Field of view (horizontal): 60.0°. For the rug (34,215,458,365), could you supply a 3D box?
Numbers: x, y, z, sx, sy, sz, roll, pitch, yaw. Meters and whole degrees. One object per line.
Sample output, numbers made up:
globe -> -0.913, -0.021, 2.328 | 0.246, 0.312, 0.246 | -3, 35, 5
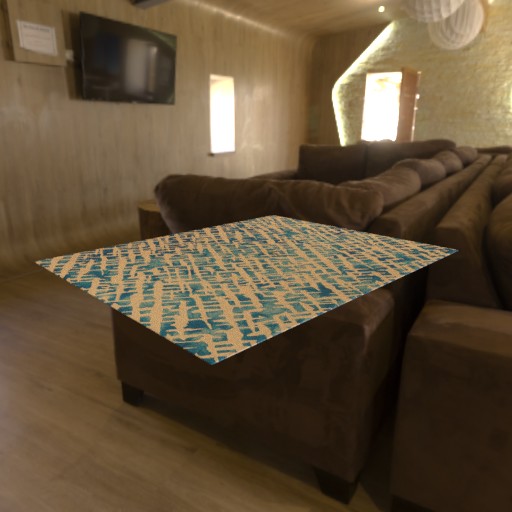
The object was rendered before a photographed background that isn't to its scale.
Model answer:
rug -> 0.000, 0.000, 4.017 | 3.007, 0.007, 2.435 | -15, 22, -42
